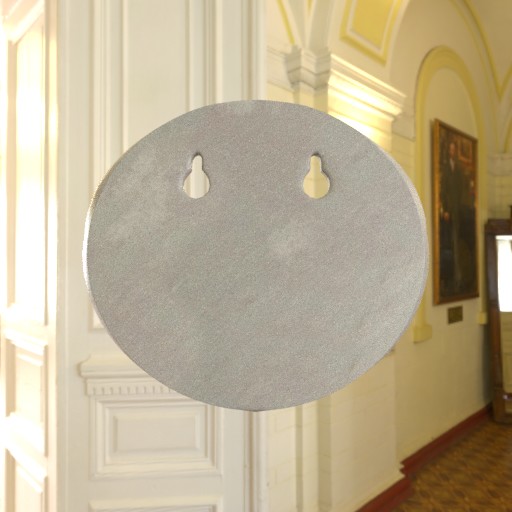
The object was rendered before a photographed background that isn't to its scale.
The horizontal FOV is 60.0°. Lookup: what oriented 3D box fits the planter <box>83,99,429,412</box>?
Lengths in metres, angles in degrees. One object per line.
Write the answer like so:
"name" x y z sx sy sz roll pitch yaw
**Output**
"planter" 0.000 0.000 0.268 0.190 0.164 0.073 0 -1 0
